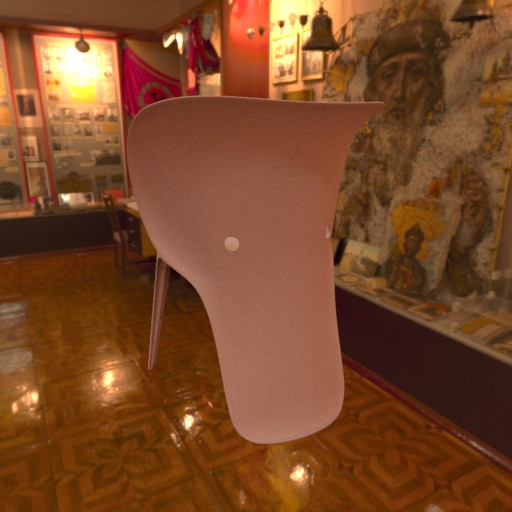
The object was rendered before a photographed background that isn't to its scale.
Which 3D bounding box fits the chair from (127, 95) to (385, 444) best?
[{"bbox_3d":[0.000,0.000,0.855,0.451,0.554,0.402,-8,18,-26],"label":"chair"}]
